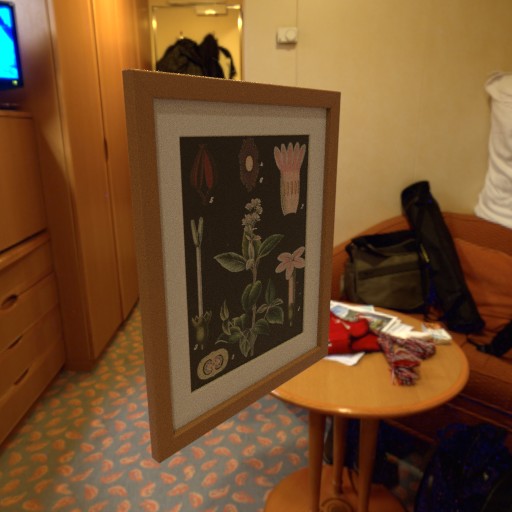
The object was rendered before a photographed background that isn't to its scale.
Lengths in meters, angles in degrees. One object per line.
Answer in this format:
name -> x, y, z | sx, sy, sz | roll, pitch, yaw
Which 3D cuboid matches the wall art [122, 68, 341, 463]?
wall art -> 0.000, 0.000, 0.519 | 0.015, 0.379, 0.310 | 14, 21, 41
